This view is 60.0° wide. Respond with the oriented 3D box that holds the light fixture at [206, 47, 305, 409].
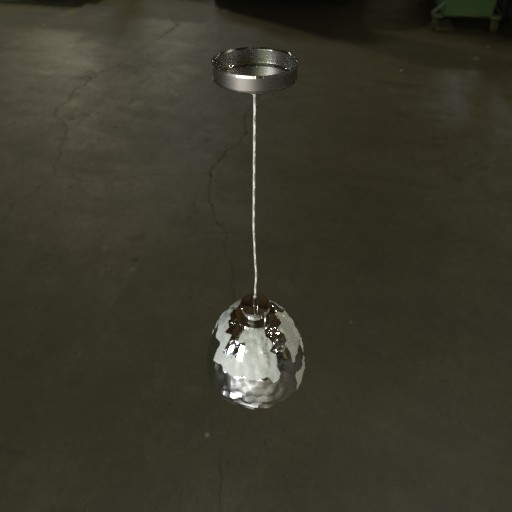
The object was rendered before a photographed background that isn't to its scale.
[{"bbox_3d":[0.000,0.000,1.782,0.500,1.511,0.496,2,42,2],"label":"light fixture"}]
